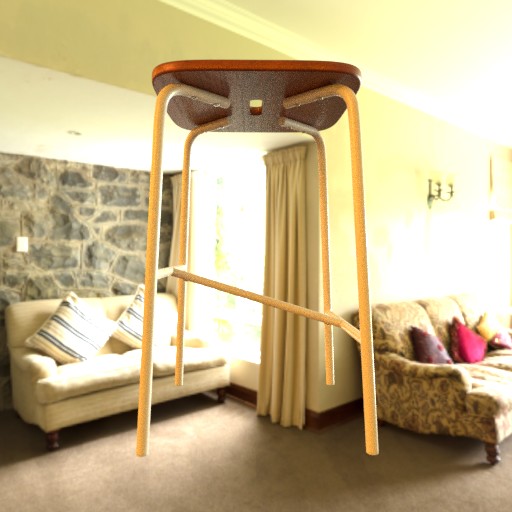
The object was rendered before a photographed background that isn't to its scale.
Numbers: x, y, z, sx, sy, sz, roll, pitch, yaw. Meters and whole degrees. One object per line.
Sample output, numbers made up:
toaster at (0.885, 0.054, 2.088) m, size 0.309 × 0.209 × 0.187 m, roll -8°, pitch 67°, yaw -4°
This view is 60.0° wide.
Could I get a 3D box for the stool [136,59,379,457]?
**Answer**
stool at (0.000, 0.000, 0.864) m, size 0.376 × 0.610 × 0.376 m, roll 0°, pitch 1°, yaw -1°
